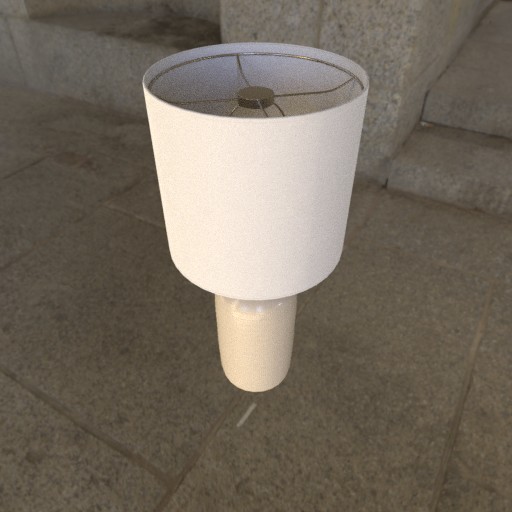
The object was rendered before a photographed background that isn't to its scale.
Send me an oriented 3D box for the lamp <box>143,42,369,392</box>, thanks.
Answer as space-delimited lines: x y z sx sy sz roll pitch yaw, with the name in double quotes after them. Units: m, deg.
0.000 0.000 0.592 0.220 0.475 0.220 1 40 1 "lamp"
